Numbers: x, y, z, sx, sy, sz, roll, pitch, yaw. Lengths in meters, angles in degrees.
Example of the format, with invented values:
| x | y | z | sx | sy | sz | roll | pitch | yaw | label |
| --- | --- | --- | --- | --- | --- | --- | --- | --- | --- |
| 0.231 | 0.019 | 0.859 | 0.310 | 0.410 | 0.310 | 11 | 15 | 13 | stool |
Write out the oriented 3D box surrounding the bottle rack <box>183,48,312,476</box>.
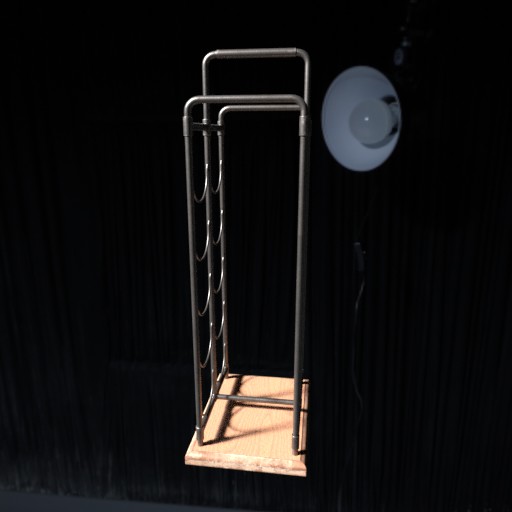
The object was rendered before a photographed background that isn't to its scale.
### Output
| x | y | z | sx | sy | sz | roll | pitch | yaw | label |
| --- | --- | --- | --- | --- | --- | --- | --- | --- | --- |
| 0.000 | 0.000 | 0.792 | 0.208 | 0.680 | 0.276 | 2 | 16 | 8 | bottle rack |
